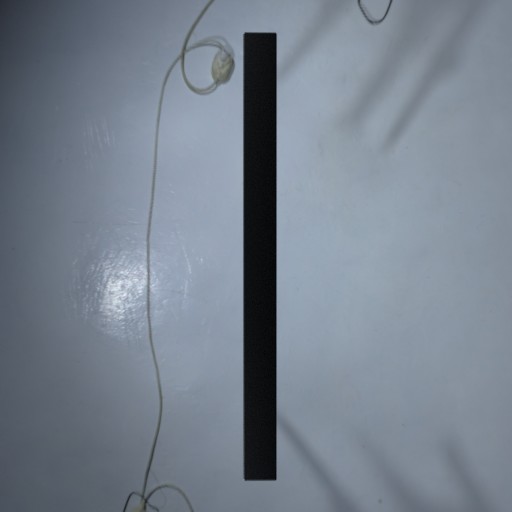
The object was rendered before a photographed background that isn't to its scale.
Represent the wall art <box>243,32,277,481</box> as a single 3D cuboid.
[{"bbox_3d":[0.000,0.000,0.540,0.028,0.330,0.380,0,90,-1],"label":"wall art"}]
